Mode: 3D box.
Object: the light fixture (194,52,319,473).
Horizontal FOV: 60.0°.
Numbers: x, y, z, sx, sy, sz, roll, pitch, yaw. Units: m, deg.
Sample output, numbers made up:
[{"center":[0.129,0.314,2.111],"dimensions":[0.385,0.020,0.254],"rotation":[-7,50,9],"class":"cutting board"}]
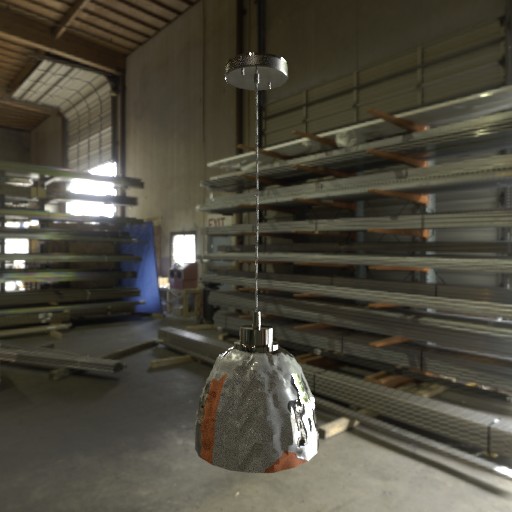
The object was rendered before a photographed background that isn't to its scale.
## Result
[{"center":[0.000,0.000,1.779],"dimensions":[0.500,1.511,0.496],"rotation":[0,1,36],"class":"light fixture"}]
